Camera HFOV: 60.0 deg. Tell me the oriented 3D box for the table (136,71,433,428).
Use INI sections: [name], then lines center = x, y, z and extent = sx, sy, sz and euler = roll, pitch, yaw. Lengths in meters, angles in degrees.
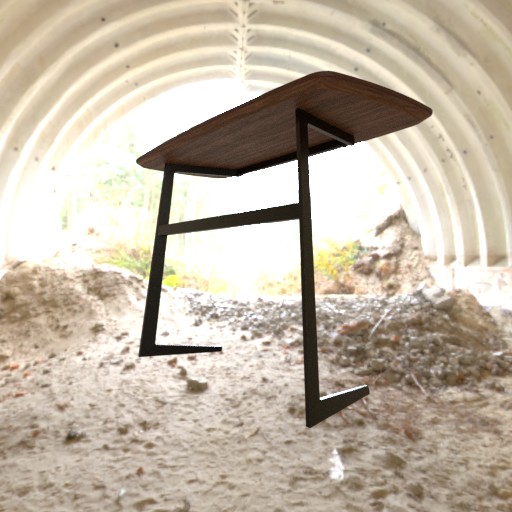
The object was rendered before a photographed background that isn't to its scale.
[table]
center = 0.000, 0.000, 1.100
extent = 0.361, 0.576, 0.804
euler = 1, -2, -37
